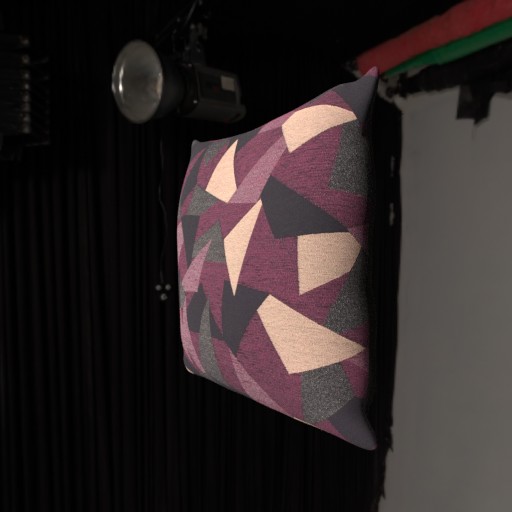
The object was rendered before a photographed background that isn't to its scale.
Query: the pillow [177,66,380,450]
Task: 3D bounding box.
[{"bbox_3d":[0.000,0.000,0.756,0.208,0.496,0.503,0,0,-36],"label":"pillow"}]
